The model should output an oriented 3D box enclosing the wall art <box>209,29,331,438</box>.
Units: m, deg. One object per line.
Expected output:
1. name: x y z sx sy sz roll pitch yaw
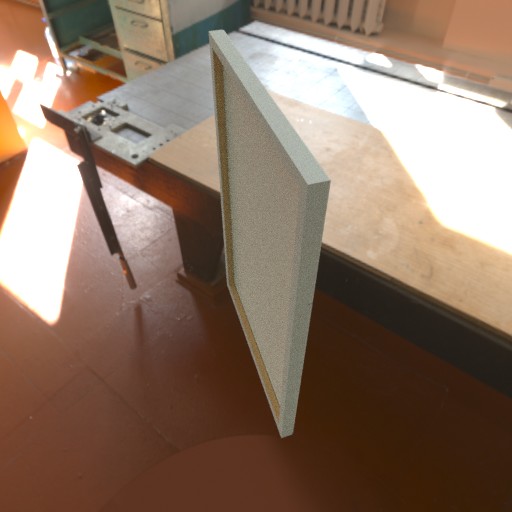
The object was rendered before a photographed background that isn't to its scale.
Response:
1. wall art: 0.000 0.000 1.160 0.038 0.912 0.607 -13 48 -12
